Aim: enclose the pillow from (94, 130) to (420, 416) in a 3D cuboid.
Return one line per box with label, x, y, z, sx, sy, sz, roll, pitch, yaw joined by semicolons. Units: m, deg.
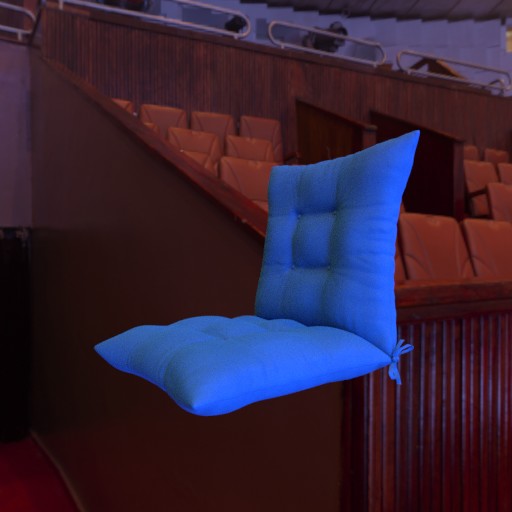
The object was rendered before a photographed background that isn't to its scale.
pillow;0.000;0.000;1.002;0.585;0.536;0.541;0;1;-36
